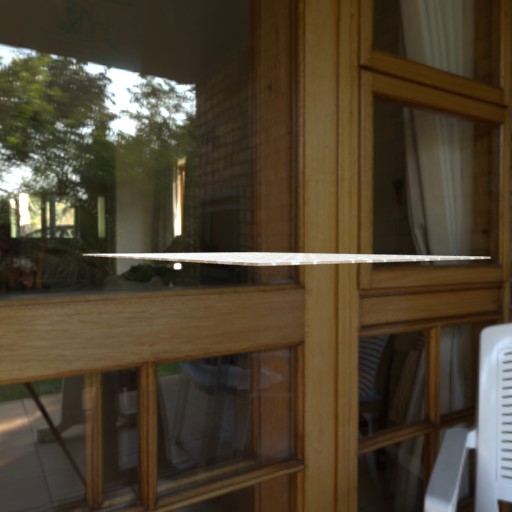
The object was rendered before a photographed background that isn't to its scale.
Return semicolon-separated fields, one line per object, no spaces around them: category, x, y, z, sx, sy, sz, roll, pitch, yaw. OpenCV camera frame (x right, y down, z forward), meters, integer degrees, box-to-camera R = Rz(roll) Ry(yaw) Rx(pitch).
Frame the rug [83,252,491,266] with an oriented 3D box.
rug;0.000;0.000;2.756;1.524;0.010;2.134;-1;2;-36
